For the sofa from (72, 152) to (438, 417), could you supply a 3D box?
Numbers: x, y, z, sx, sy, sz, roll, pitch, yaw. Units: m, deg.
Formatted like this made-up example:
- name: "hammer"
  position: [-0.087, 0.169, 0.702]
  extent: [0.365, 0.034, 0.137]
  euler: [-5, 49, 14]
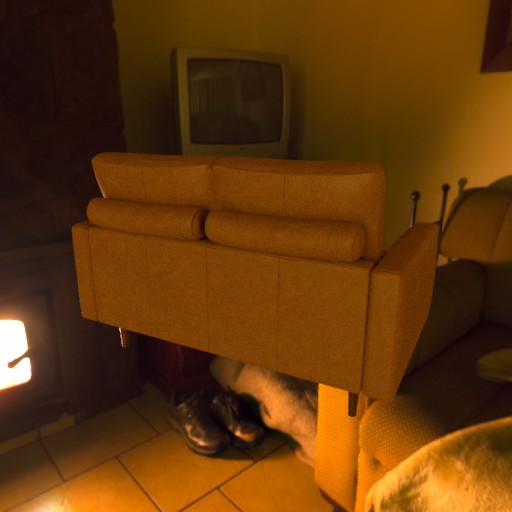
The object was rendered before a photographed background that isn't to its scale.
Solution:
- name: "sofa"
  position: [0.000, 0.000, 1.969]
  extent: [1.430, 0.898, 0.868]
  euler: [9, 18, 27]
